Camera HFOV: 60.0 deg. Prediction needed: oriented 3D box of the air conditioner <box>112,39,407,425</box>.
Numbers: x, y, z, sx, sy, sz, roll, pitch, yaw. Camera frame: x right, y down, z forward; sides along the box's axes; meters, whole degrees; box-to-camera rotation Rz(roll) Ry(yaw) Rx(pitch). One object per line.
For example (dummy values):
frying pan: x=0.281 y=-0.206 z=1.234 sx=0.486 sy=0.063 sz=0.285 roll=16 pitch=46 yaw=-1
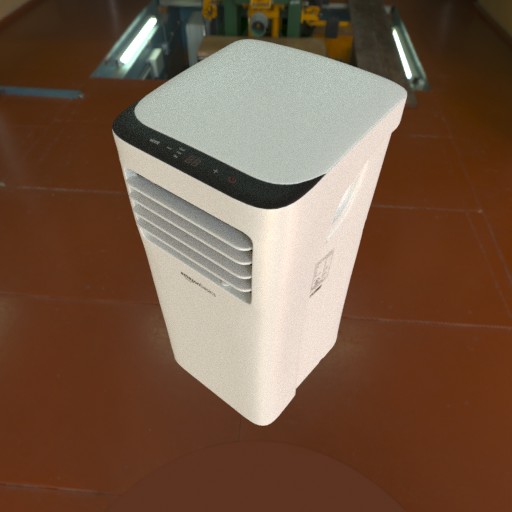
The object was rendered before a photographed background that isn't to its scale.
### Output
air conditioner: x=0.000 y=0.000 z=0.923 sx=0.352 sy=0.716 sz=0.369 roll=30 pitch=53 yaw=26
